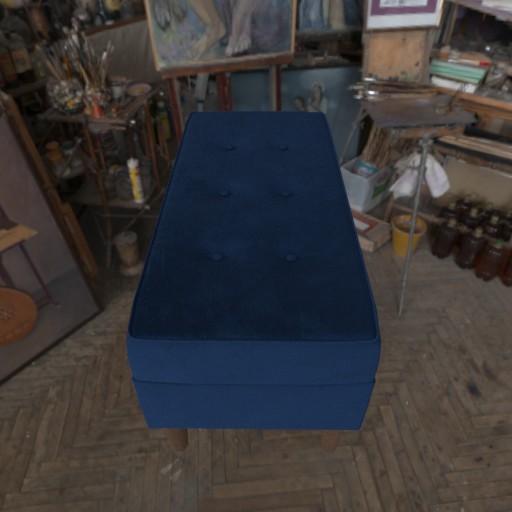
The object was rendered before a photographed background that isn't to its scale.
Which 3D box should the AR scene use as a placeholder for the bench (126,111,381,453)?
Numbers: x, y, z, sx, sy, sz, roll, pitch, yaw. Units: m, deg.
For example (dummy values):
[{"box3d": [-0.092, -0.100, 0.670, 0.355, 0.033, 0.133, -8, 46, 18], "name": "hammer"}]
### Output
[{"box3d": [0.000, 0.000, 1.310, 0.489, 0.467, 1.010, 0, 41, 0], "name": "bench"}]
